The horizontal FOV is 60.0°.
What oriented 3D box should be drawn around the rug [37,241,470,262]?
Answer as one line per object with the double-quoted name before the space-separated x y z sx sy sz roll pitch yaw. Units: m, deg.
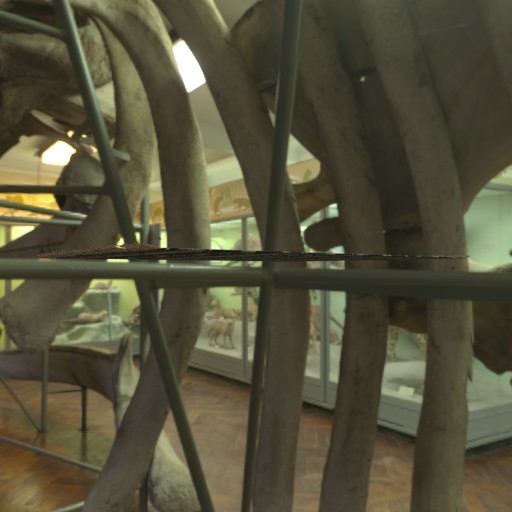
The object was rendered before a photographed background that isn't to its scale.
"rug" 0.000 0.000 4.156 3.307 0.047 2.418 1 -2 -38
